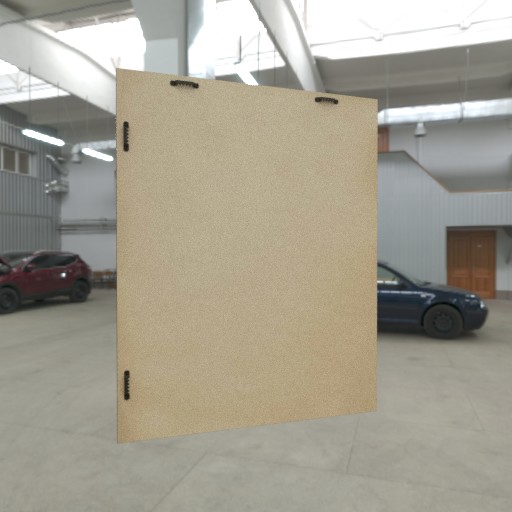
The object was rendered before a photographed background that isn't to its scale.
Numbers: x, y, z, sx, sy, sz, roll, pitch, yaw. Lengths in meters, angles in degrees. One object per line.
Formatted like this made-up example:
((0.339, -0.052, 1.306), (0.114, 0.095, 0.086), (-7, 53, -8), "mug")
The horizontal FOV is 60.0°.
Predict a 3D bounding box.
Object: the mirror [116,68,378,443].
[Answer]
((0.000, 0.000, 0.676), (0.406, 0.509, 0.041), (0, 1, -18), "mirror")
